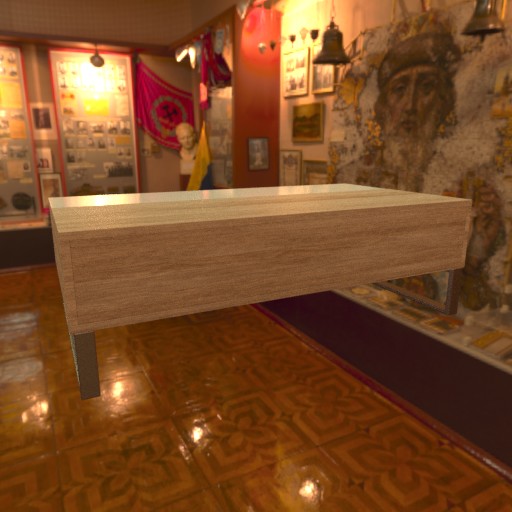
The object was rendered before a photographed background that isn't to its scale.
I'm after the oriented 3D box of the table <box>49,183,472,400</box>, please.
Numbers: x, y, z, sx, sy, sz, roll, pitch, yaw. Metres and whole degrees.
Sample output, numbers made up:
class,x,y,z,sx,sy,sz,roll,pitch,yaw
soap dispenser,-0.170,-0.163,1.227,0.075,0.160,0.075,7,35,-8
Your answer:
class,x,y,z,sx,sy,sz,roll,pitch,yaw
table,0.000,0.000,1.352,1.100,0.350,0.600,-7,16,-25
